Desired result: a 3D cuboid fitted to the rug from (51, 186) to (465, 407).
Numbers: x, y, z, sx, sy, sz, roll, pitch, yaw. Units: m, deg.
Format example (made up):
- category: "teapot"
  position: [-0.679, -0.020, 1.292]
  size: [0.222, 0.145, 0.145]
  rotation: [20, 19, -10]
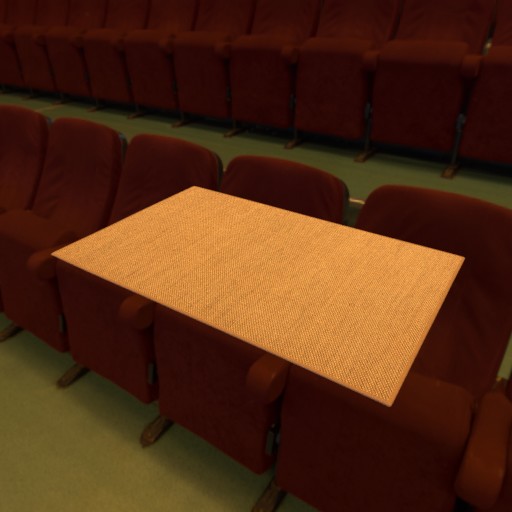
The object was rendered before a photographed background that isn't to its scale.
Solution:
- category: "rug"
  position: [0.000, 0.000, 2.107]
  size: [1.668, 0.012, 1.061]
  rotation: [18, 35, 28]
